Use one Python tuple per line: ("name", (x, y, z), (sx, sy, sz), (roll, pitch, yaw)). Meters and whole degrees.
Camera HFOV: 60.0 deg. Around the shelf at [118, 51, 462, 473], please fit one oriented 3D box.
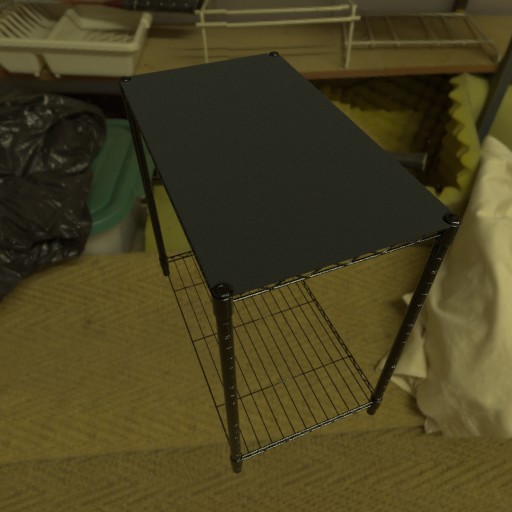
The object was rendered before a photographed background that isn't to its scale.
("shelf", (0.000, 0.000, 0.910), (0.338, 0.564, 0.589), (-17, 48, -15))
